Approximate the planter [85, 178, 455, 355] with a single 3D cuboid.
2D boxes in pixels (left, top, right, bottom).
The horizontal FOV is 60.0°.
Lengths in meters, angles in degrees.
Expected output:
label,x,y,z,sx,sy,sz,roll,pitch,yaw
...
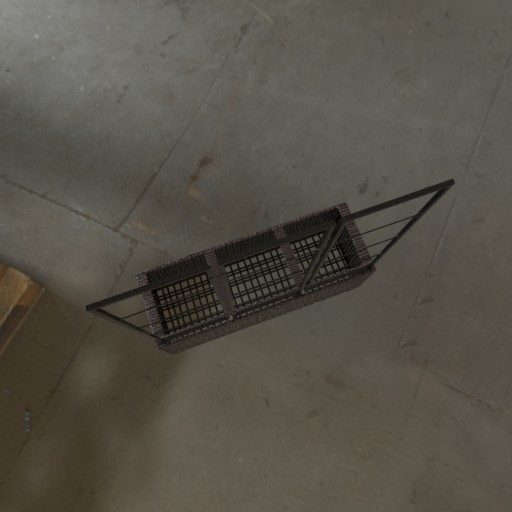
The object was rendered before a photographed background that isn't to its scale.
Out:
label,x,y,z,sx,sy,sz,roll,pitch,yaw
planter,0.000,0.000,1.183,0.699,0.841,0.244,-19,75,-5
